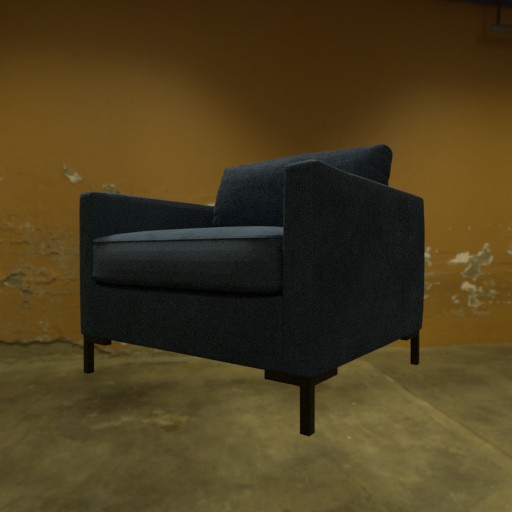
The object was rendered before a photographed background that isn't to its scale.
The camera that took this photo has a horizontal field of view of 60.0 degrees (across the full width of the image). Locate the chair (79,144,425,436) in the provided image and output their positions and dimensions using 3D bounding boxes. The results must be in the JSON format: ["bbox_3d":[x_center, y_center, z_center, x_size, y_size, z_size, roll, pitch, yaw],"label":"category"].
[{"bbox_3d":[0.000,0.000,1.591,0.964,0.812,0.875,0,0,37],"label":"chair"}]
